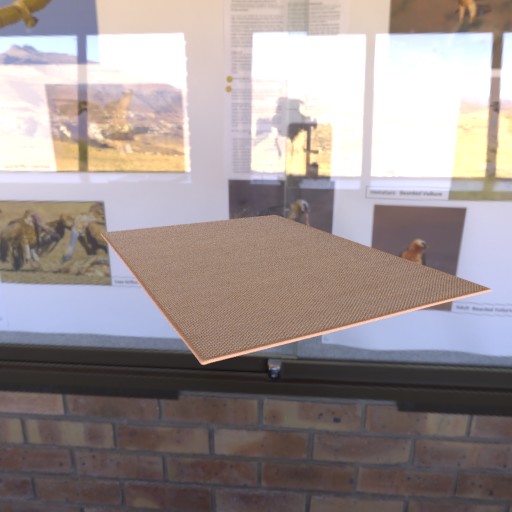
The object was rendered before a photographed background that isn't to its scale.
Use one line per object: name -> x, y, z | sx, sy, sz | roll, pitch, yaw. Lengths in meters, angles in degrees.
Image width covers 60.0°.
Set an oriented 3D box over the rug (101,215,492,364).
rug -> 0.000, 0.000, 2.745 | 1.524, 0.013, 2.134 | -8, 18, -26
